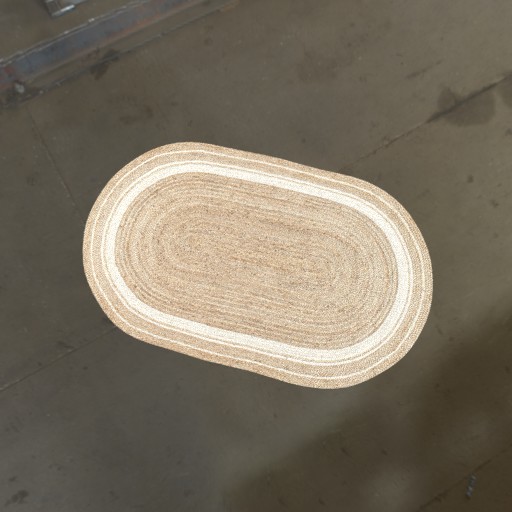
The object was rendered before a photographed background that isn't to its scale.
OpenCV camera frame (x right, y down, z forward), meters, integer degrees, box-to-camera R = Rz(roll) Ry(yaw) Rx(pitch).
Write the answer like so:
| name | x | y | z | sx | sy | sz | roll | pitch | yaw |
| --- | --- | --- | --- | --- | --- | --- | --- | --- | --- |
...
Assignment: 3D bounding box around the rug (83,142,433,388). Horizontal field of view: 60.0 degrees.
| name | x | y | z | sx | sy | sz | roll | pitch | yaw |
| --- | --- | --- | --- | --- | --- | --- | --- | --- | --- |
| rug | 0.000 | 0.000 | 3.053 | 2.432 | 0.006 | 1.520 | 14 | 75 | 4 |
